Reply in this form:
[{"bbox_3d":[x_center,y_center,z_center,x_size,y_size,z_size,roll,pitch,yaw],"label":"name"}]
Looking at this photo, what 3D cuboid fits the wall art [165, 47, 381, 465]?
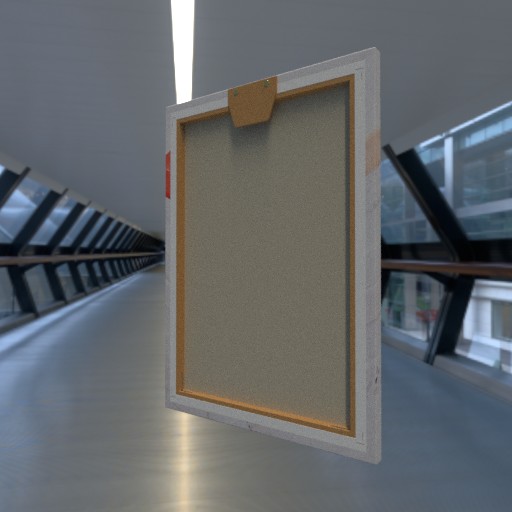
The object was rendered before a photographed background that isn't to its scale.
[{"bbox_3d":[0.000,0.000,1.084,0.613,0.848,0.036,0,-1,35],"label":"wall art"}]
